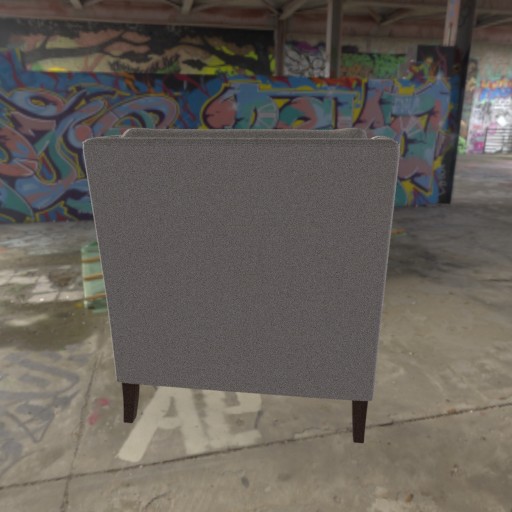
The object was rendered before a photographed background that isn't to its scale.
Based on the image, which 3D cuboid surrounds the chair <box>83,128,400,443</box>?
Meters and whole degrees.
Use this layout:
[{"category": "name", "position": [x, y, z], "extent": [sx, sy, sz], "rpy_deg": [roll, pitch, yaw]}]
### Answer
[{"category": "chair", "position": [0.000, 0.000, 1.885], "extent": [0.982, 1.056, 1.040], "rpy_deg": [2, 17, 7]}]
